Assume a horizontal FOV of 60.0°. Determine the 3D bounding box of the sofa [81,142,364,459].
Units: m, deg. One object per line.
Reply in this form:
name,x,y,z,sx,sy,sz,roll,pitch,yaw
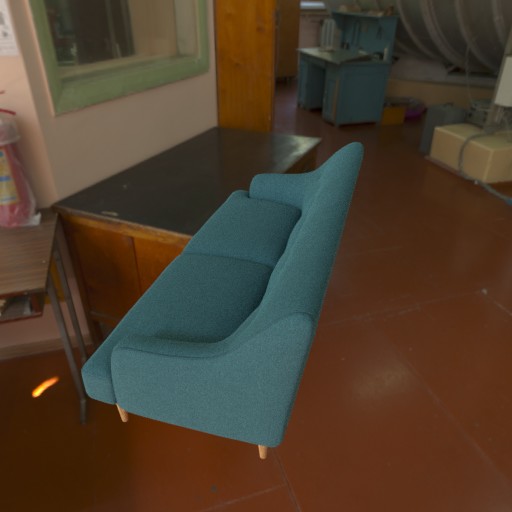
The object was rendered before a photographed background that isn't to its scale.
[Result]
sofa,0.000,0.000,2.549,0.978,0.871,2.057,9,32,14
